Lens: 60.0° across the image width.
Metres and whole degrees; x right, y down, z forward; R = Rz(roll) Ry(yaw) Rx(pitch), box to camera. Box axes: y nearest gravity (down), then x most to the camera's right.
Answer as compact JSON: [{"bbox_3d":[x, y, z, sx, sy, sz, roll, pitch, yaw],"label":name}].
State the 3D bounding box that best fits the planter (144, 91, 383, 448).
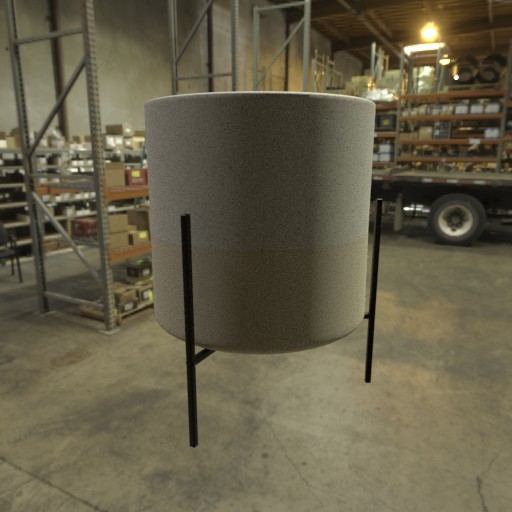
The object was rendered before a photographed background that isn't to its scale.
[{"bbox_3d":[0.000,0.000,0.649,0.313,0.423,0.335,7,15,27],"label":"planter"}]
